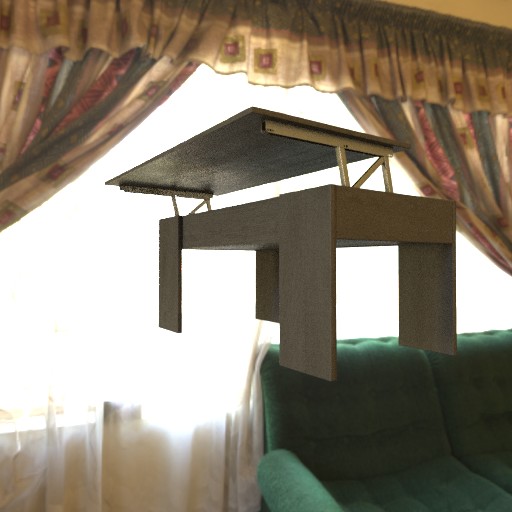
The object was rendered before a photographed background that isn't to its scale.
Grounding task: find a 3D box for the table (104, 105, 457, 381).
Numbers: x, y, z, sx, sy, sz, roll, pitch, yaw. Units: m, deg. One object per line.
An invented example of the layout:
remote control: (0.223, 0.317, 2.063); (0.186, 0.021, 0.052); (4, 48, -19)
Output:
table: (0.000, 0.000, 1.472); (0.711, 0.570, 1.000); (1, -1, -35)
